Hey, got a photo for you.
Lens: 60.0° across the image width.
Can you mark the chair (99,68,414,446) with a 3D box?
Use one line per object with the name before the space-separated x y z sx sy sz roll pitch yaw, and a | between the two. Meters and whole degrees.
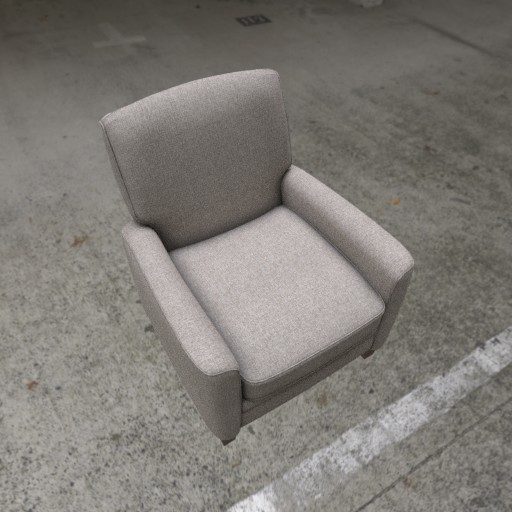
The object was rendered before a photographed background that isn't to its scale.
chair | 0.000 0.000 1.645 0.848 1.014 0.864 -25 52 -21
